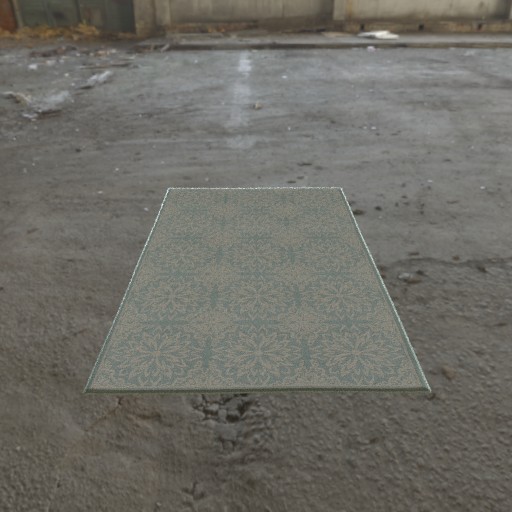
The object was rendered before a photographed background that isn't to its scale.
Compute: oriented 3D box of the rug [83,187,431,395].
[{"bbox_3d":[0.000,0.000,2.330,1.219,0.012,1.840,0,31,0],"label":"rug"}]
